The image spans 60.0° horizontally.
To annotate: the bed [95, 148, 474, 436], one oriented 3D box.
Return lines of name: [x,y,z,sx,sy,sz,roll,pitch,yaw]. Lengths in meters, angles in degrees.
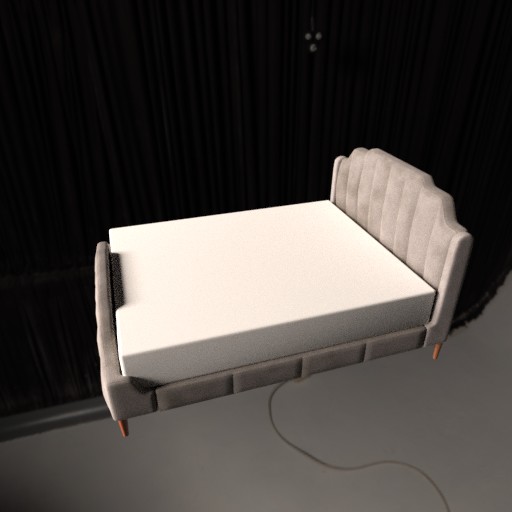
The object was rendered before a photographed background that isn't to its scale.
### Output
bed: [0.000,0.000,3.326,2.340,1.245,1.676,-9,31,-15]
